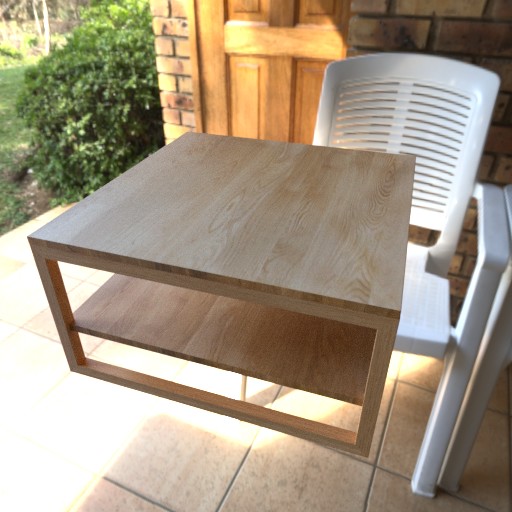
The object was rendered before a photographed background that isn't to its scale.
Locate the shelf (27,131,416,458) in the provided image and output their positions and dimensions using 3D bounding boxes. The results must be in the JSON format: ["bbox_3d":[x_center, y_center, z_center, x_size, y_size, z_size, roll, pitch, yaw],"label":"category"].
[{"bbox_3d":[0.000,0.000,1.466,0.899,0.480,0.899,10,34,16],"label":"shelf"}]
